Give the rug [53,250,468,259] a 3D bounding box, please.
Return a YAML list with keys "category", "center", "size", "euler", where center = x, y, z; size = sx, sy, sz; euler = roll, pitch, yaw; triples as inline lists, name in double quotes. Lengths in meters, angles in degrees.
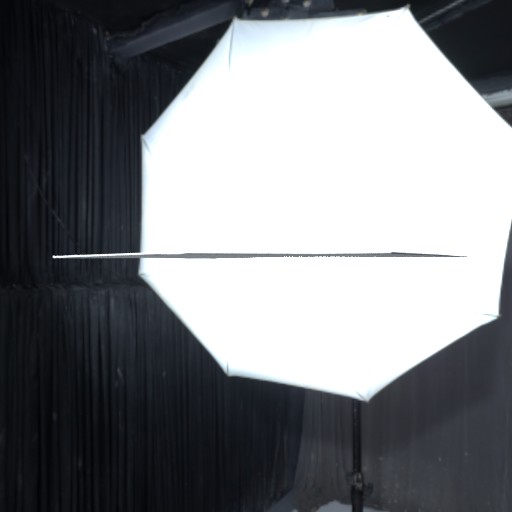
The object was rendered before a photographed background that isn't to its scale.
- category: "rug"
  center: [0.000, 0.000, 2.239]
  size: [1.773, 0.021, 1.149]
  euler: [-1, -1, 35]
